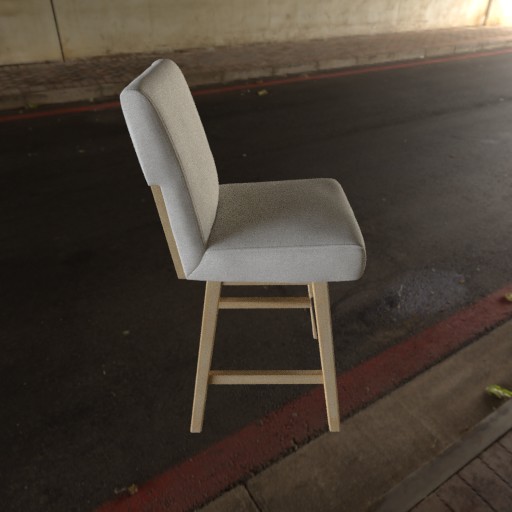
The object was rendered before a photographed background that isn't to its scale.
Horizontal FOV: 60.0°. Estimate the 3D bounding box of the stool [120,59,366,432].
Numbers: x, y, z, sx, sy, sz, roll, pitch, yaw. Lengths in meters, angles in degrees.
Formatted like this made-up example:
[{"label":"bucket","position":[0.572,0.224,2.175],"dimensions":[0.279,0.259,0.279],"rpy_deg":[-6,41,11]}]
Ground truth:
[{"label":"stool","position":[0.000,0.000,1.287],"dimensions":[0.543,1.015,0.446],"rpy_deg":[0,32,0]}]
